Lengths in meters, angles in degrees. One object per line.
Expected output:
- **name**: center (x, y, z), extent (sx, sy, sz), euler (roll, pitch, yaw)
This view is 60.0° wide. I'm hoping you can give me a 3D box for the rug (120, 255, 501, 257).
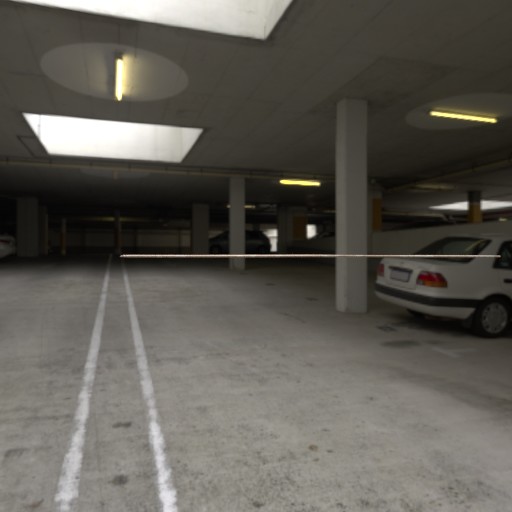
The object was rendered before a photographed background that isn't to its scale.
- **rug**: center (0.000, 0.000, 4.222), extent (2.452, 0.020, 3.365), euler (0, 0, -18)
